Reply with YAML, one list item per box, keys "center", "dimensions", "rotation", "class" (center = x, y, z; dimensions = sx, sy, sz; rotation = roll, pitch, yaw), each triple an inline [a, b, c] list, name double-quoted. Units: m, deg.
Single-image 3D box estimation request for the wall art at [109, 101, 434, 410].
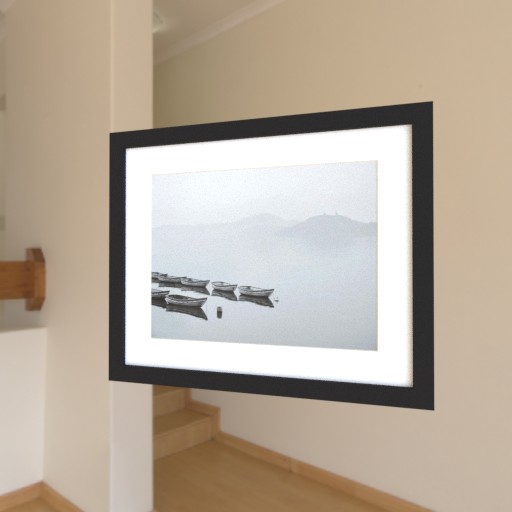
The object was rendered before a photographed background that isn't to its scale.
- center: [0.000, 0.000, 0.745]
  dimensions: [0.554, 0.454, 0.030]
  rotation: [0, -1, 17]
  class: "wall art"
